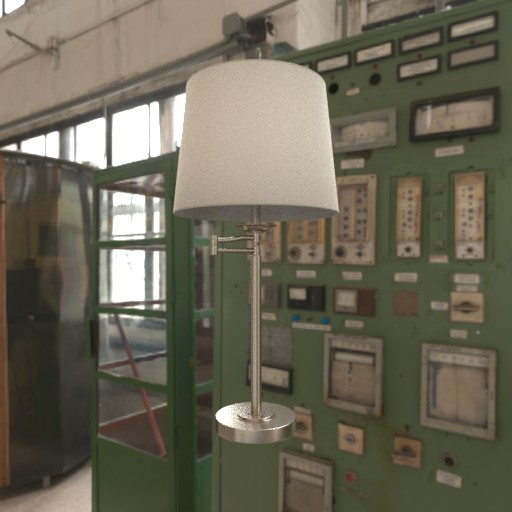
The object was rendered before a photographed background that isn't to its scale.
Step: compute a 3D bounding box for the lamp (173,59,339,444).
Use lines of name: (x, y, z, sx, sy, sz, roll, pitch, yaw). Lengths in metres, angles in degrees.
lamp: (0.000, 0.000, 0.901, 0.333, 0.696, 0.333, 0, 0, 0)
